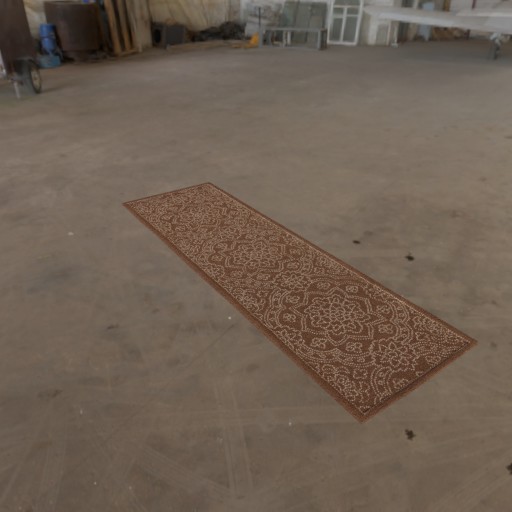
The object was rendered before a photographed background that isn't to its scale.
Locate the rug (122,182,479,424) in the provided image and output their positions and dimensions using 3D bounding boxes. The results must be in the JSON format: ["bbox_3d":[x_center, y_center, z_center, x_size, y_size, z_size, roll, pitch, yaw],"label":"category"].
[{"bbox_3d":[0.000,0.000,2.678,0.769,0.012,2.448,-20,36,-30],"label":"rug"}]
